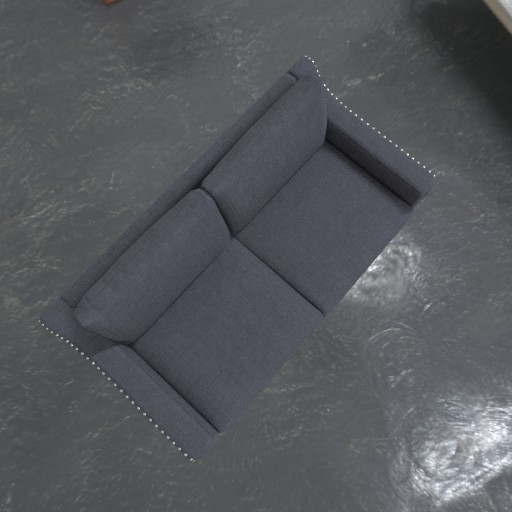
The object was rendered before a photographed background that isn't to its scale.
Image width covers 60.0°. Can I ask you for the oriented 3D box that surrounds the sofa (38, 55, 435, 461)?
[{"bbox_3d":[0.000,0.000,3.216,1.336,1.196,2.550,41,79,9],"label":"sofa"}]
